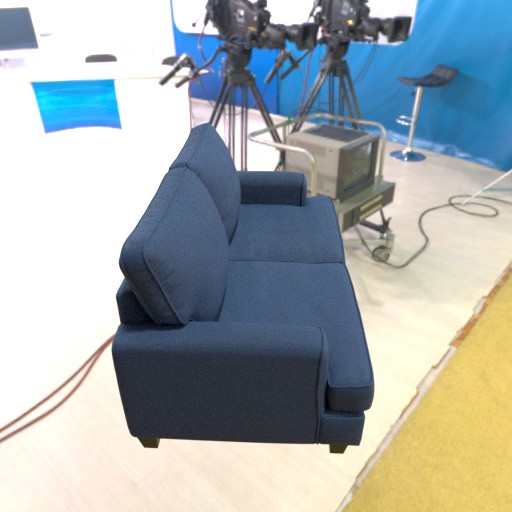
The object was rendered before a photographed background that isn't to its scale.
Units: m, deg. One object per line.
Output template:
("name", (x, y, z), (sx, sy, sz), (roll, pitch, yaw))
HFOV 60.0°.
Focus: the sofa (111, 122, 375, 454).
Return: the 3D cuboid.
("sofa", (0.000, 0.000, 2.242), (0.965, 0.965, 1.651), (1, 32, 2))
